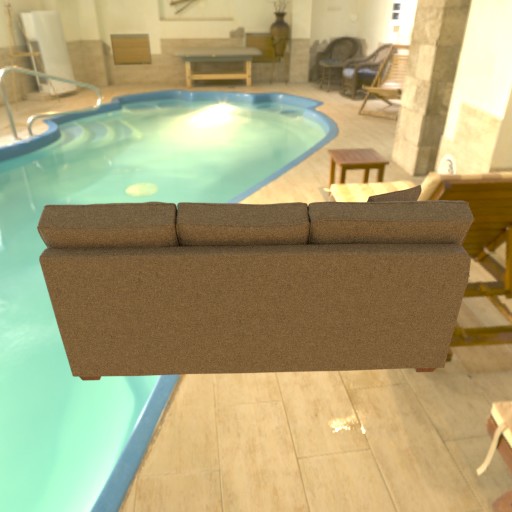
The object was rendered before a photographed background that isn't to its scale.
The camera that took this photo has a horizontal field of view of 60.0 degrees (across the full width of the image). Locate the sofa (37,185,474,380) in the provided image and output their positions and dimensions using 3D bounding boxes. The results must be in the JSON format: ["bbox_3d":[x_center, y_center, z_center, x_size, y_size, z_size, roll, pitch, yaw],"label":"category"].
[{"bbox_3d":[0.000,0.000,2.531,1.963,0.946,1.034,-1,30,-2],"label":"sofa"}]
